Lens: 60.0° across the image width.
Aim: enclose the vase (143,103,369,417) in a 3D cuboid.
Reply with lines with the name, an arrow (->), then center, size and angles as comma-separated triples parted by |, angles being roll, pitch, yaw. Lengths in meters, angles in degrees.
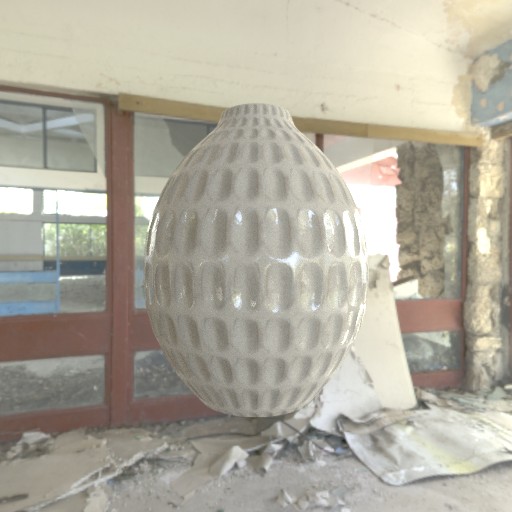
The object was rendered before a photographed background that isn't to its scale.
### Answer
vase -> 0.000, 0.000, 0.259 | 0.128, 0.167, 0.128 | 0, 1, 0
